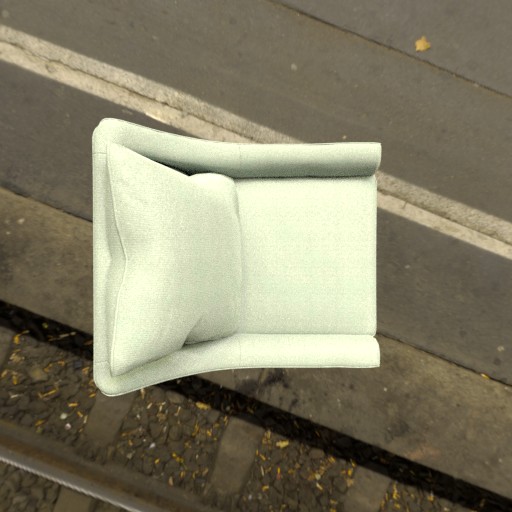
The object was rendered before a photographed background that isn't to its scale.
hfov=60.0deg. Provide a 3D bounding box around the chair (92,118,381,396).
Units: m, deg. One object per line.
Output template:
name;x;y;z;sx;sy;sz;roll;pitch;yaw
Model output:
chair;0.000;0.000;1.539;0.870;0.926;0.760;0;91;0
